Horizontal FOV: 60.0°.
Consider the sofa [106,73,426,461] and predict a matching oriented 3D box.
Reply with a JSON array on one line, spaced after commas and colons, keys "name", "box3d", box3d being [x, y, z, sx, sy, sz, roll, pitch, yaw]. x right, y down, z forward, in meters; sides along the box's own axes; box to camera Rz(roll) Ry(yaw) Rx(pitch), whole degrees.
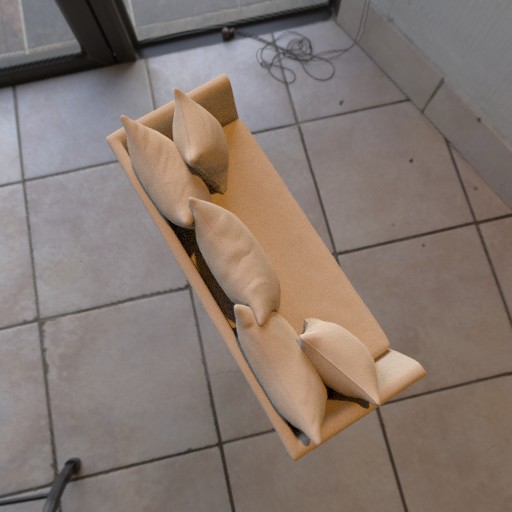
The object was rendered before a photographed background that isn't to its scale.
[{"name": "sofa", "box3d": [0.000, 0.000, 3.150, 1.046, 1.047, 2.499, -31, 79, -7]}]
